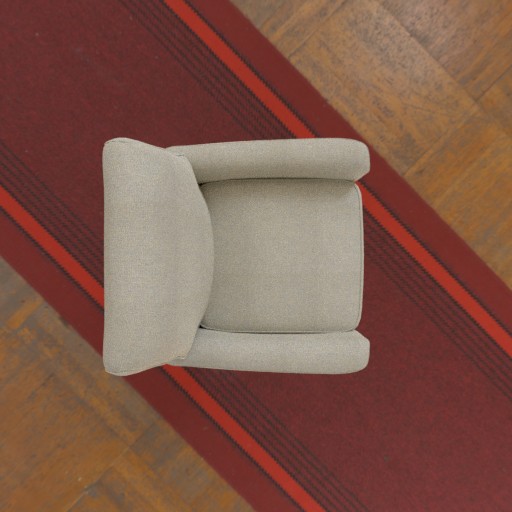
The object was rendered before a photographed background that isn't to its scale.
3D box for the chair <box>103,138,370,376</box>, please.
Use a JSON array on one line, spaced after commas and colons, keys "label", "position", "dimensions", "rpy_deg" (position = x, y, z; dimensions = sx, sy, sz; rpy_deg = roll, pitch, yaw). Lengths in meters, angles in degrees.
[{"label": "chair", "position": [0.000, 0.000, 1.658], "dimensions": [0.853, 1.006, 0.850], "rpy_deg": [0, 90, 0]}]
